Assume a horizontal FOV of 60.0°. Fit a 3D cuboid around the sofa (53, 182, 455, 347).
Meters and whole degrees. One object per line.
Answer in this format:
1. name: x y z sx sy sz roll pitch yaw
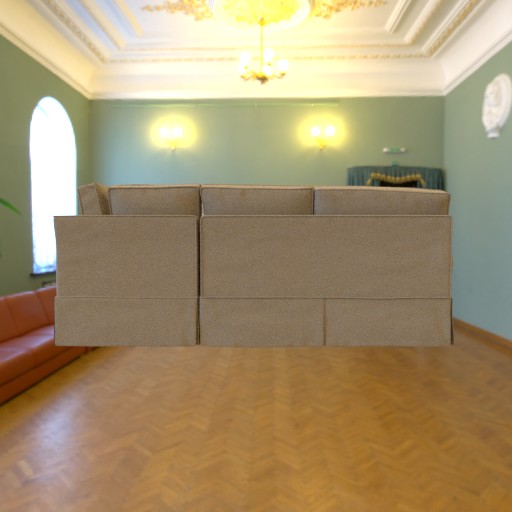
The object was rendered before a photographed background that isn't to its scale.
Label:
1. sofa: 0.000 0.000 4.302 2.730 1.124 2.733 0 2 0
